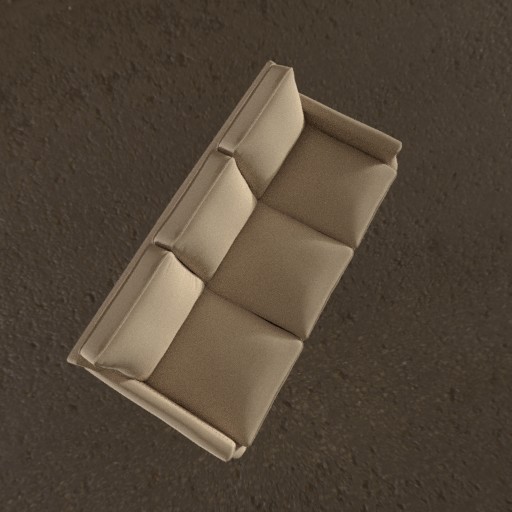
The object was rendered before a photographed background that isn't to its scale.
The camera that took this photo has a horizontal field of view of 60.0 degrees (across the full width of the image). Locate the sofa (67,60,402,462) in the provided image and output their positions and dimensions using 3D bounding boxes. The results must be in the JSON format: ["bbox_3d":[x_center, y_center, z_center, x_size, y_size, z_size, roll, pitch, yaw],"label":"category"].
[{"bbox_3d":[0.000,0.000,2.837,1.084,1.003,2.246,29,76,8],"label":"sofa"}]
